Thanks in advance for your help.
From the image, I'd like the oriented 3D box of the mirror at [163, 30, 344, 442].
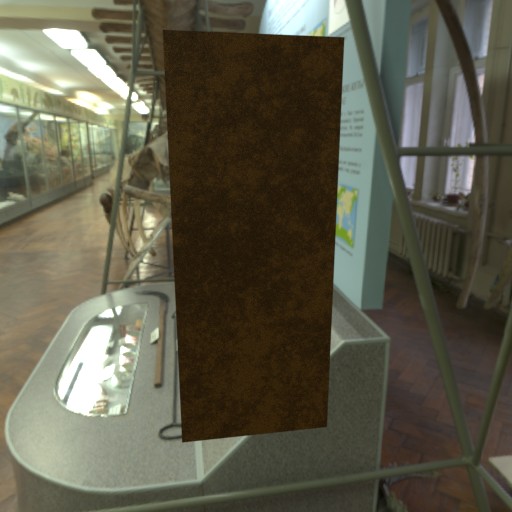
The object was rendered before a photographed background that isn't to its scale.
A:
[{"bbox_3d":[0.000,0.000,2.219,0.812,2.031,0.032,-2,14,-9],"label":"mirror"}]
